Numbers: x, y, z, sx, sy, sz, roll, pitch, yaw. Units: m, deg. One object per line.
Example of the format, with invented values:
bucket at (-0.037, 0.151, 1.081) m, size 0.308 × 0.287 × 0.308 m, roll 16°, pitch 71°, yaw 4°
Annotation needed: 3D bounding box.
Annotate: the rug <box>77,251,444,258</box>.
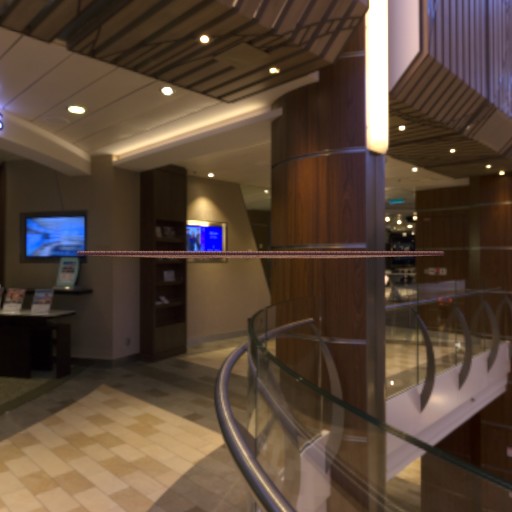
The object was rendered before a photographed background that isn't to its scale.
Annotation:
rug at (0.000, 0.000, 5.942) m, size 3.033 × 0.033 × 4.578 m, roll 0°, pitch -1°, yaw -1°
